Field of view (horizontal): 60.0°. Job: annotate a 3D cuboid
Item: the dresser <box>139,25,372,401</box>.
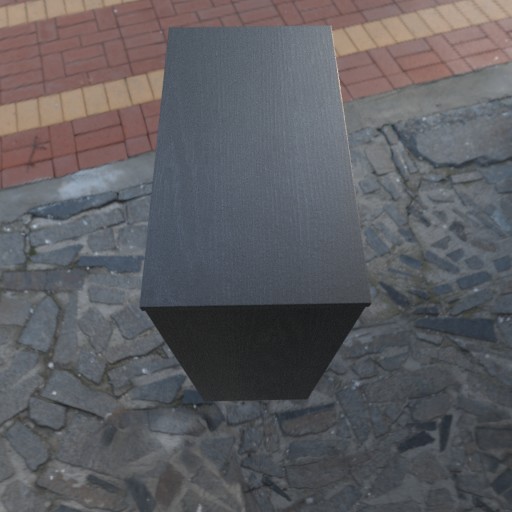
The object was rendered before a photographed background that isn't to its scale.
[{"bbox_3d":[0.000,0.000,1.343,0.398,1.020,0.700,-1,63,0],"label":"dresser"}]
